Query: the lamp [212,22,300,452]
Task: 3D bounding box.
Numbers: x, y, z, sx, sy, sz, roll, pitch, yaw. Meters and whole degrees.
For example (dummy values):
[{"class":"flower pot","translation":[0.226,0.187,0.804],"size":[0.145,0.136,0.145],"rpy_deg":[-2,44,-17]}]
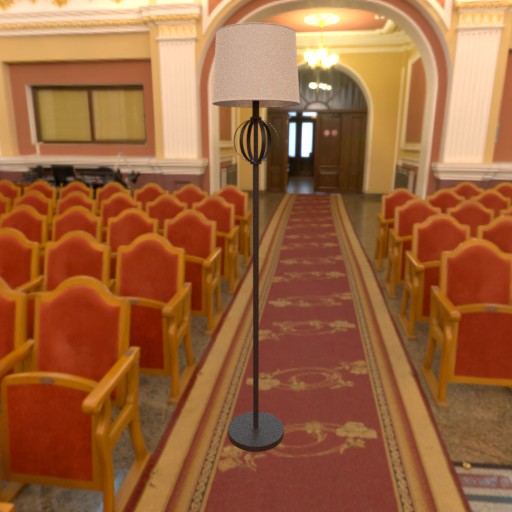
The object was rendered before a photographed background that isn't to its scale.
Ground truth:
[{"class":"lamp","translation":[0.000,0.000,1.589],"size":[0.286,1.462,0.286],"rpy_deg":[2,15,8]}]
